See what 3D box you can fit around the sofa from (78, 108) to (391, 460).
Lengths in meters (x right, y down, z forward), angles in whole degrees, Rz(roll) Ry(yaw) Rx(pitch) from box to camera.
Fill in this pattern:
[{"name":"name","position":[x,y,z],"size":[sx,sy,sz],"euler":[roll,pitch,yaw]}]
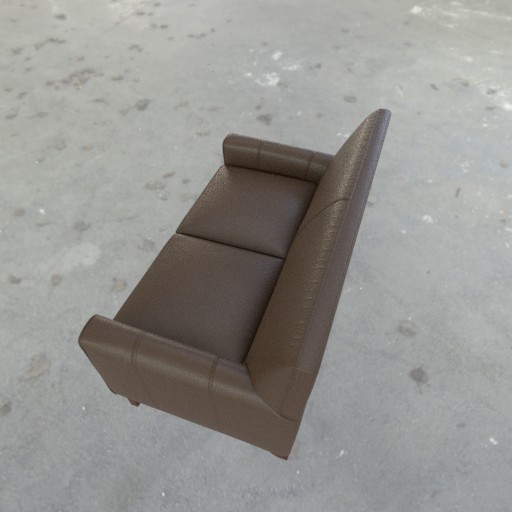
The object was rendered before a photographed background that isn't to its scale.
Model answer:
[{"name":"sofa","position":[0.000,0.000,2.022],"size":[0.853,0.859,1.468],"euler":[14,48,13]}]
